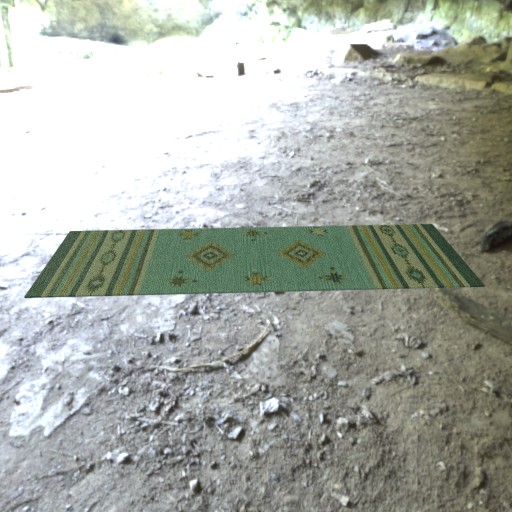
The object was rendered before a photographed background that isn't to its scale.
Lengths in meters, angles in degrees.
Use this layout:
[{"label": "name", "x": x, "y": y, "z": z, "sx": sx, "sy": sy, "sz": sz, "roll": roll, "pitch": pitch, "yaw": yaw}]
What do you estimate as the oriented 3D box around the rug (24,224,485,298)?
[{"label": "rug", "x": 0.000, "y": 0.000, "z": 2.666, "sx": 2.441, "sy": 0.010, "sz": 0.744, "roll": -1, "pitch": 31, "yaw": -2}]
